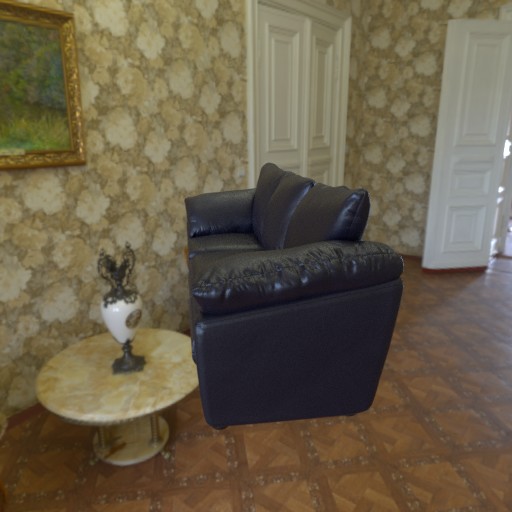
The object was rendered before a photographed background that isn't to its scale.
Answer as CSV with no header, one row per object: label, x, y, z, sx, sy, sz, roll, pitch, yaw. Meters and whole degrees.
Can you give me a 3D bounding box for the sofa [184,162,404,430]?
sofa,0.000,0.000,2.852,0.880,1.073,2.336,-2,15,-9
